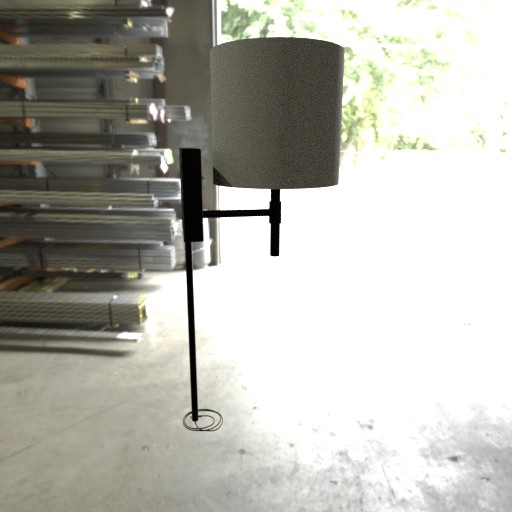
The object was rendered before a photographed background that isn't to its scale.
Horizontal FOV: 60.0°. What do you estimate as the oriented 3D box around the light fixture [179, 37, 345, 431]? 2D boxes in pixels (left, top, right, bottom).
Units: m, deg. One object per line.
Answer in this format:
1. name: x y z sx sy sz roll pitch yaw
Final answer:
1. light fixture: 0.000 0.000 0.692 0.248 0.589 0.188 -3 15 -10
